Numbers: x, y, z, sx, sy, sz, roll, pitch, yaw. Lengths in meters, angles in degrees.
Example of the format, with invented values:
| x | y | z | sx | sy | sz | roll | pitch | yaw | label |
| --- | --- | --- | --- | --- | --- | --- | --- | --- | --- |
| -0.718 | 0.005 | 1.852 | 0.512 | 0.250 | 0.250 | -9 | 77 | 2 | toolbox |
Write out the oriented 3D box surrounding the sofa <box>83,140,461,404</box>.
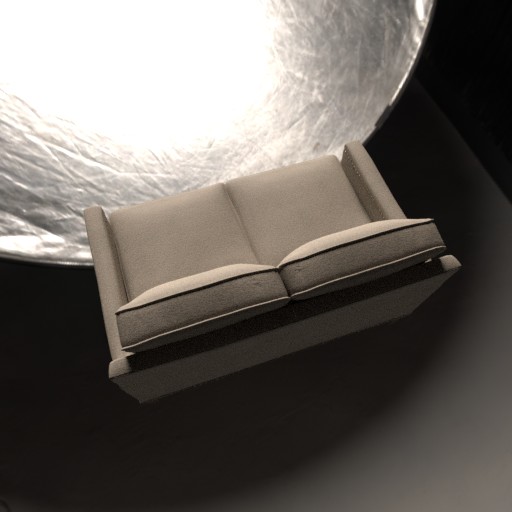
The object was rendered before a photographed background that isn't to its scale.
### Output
| x | y | z | sx | sy | sz | roll | pitch | yaw | label |
| --- | --- | --- | --- | --- | --- | --- | --- | --- | --- |
| 0.000 | 0.000 | 2.316 | 1.597 | 1.003 | 1.084 | -16 | 61 | -9 | sofa |
